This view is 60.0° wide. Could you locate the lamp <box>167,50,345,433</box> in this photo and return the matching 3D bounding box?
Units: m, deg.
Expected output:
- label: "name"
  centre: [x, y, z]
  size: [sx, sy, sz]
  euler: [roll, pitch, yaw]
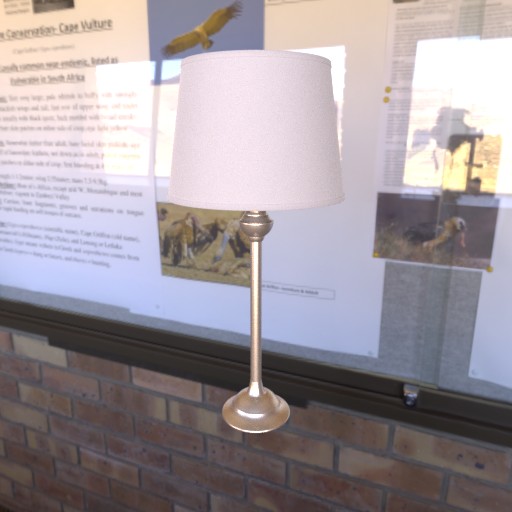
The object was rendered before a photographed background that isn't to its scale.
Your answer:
- label: "lamp"
  centre: [0.000, 0.000, 0.869]
  size: [0.331, 0.698, 0.331]
  euler: [0, 15, 0]
